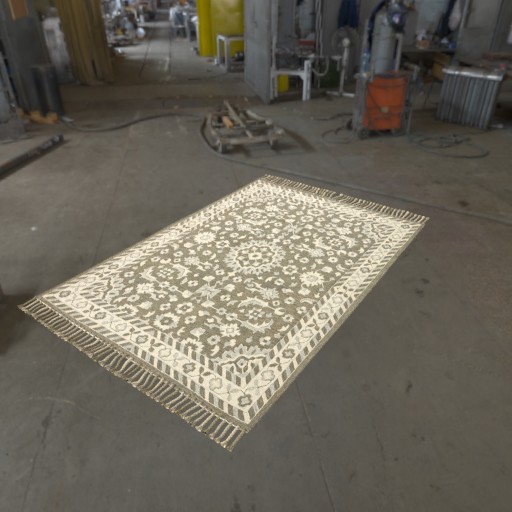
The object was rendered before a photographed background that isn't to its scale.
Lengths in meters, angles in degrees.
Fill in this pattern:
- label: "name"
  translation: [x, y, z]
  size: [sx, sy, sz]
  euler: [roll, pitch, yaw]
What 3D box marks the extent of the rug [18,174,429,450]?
- label: "rug"
  translation: [0.000, 0.000, 2.914]
  size: [1.530, 0.025, 2.431]
  euler: [21, 38, 30]
